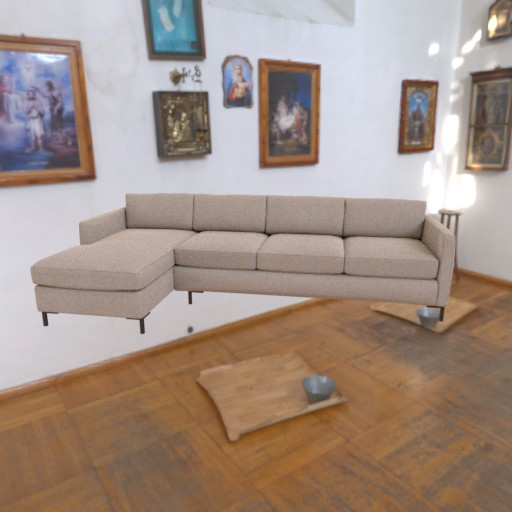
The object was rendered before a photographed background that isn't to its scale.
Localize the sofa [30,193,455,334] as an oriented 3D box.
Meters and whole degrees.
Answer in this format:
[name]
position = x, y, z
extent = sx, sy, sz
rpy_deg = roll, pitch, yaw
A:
[sofa]
position = 0.000, 0.000, 3.483
extent = 2.923, 0.816, 1.469
rpy_deg = 3, 15, 10
